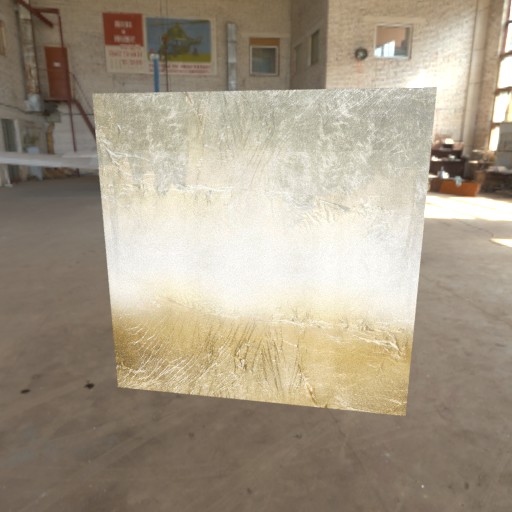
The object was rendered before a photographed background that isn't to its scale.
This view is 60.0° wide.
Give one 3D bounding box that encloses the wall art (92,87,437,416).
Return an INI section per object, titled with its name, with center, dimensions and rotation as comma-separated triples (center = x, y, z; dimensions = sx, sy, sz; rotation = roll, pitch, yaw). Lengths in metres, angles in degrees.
[wall art]
center = 0.000, 0.000, 0.584
dimensions = 0.405, 0.407, 0.038
rotation = 3, 15, 10
